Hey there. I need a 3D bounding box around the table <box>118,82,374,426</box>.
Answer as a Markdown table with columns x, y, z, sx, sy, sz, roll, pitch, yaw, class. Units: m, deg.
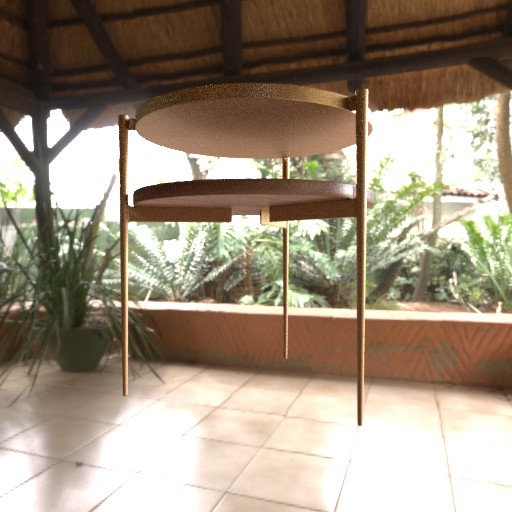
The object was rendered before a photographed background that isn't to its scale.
| x | y | z | sx | sy | sz | roll | pitch | yaw | class |
| --- | --- | --- | --- | --- | --- | --- | --- | --- | --- |
| 0.000 | 0.000 | 0.832 | 0.430 | 0.493 | 0.456 | 0 | 1 | 19 | table |
